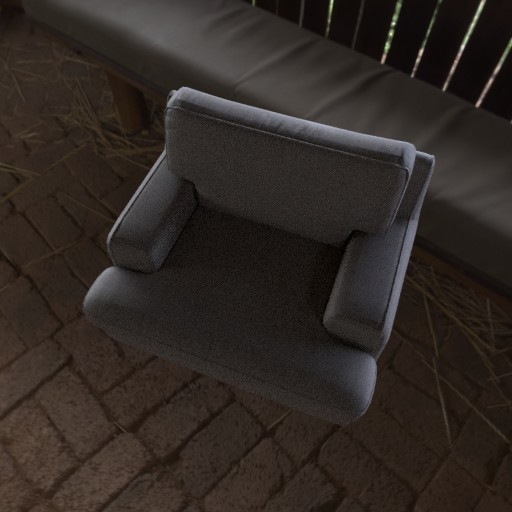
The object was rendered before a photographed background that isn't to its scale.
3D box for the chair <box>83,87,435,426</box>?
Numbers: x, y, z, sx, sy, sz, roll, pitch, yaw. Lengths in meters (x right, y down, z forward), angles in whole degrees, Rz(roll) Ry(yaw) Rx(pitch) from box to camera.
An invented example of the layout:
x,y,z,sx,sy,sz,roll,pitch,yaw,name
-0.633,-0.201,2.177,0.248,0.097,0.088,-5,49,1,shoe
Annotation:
x,y,z,sx,sy,sz,roll,pitch,yaw,name
0.000,0.000,1.972,1.270,0.974,1.043,18,59,11,chair
